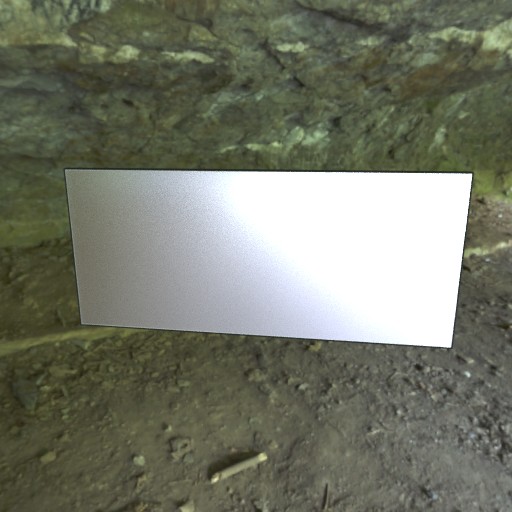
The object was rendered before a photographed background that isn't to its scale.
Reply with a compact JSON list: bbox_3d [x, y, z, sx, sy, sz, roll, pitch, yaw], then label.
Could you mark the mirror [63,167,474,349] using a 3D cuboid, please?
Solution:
[{"bbox_3d":[0.000,0.000,1.804,1.584,0.692,0.047,2,15,8],"label":"mirror"}]
